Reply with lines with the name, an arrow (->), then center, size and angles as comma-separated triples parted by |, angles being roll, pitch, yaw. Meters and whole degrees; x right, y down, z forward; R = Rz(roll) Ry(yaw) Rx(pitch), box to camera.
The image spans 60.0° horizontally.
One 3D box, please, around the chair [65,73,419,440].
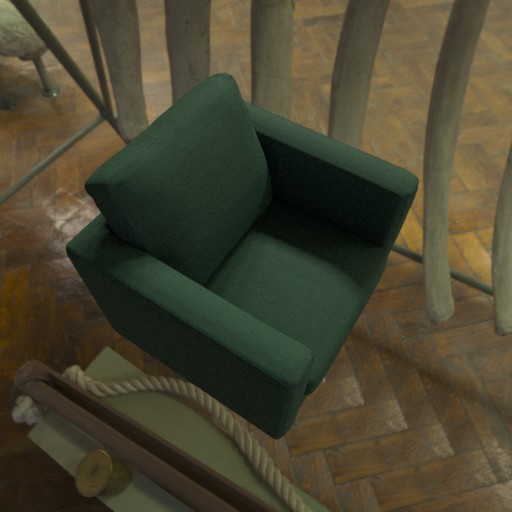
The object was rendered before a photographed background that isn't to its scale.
chair -> 0.000, 0.000, 1.547 | 0.800, 0.927, 0.855 | 28, 61, 18
